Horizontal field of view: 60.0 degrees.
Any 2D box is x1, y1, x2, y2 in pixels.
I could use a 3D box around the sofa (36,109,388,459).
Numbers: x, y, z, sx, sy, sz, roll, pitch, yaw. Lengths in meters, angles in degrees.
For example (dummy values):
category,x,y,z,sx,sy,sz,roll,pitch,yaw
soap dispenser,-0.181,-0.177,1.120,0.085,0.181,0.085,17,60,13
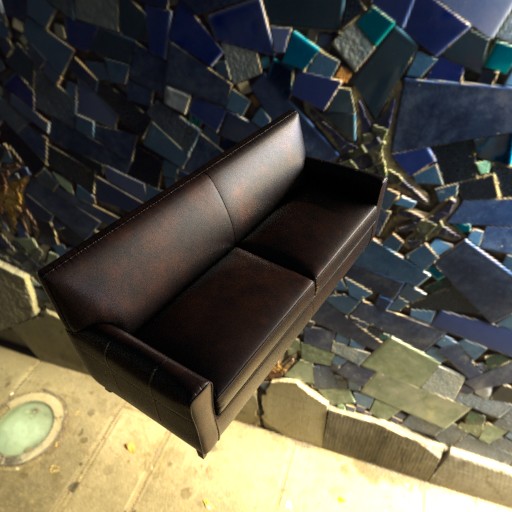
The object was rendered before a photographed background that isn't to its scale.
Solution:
category,x,y,z,sx,sy,sz,roll,pitch,yaw
sofa,0.000,0.000,2.498,0.786,0.871,1.995,24,46,25
